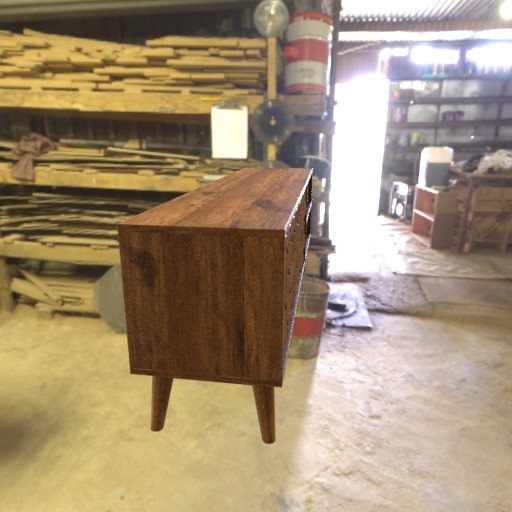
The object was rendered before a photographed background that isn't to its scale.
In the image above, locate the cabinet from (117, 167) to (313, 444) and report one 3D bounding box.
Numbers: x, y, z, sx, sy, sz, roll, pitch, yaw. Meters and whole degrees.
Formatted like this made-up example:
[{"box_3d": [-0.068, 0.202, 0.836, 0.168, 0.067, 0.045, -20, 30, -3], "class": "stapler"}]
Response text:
[{"box_3d": [0.000, 0.000, 1.650, 0.349, 0.528, 1.448, 3, 16, 9], "class": "cabinet"}]
